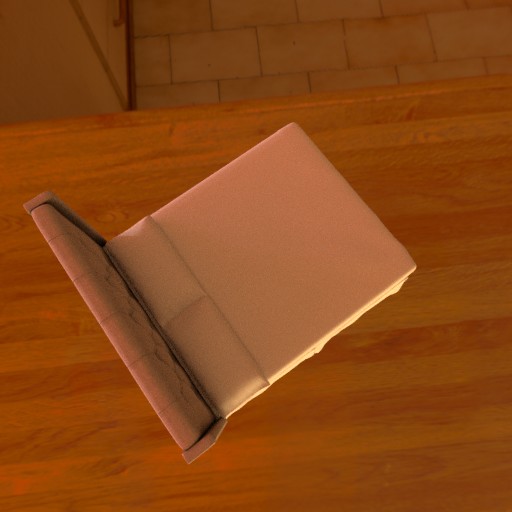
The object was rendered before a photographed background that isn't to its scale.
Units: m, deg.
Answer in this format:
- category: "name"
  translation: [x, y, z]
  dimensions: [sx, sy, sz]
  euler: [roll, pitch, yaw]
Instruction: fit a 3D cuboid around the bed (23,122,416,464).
- category: "bed"
  translation: [0.000, 0.000, 3.297]
  dimensions: [2.066, 1.665, 1.719]
  euler: [-35, 78, -9]
